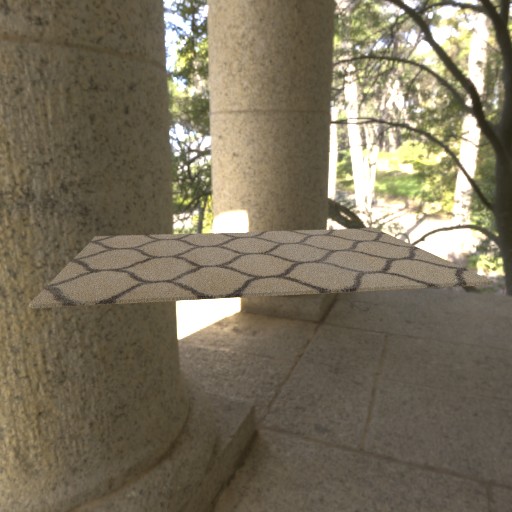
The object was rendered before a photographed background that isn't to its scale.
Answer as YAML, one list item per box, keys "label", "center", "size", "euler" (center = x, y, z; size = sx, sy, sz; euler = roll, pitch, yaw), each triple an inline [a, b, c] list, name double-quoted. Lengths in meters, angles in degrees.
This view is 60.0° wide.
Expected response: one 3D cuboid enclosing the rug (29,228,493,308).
- label: "rug"
  center: [0.000, 0.000, 3.384]
  size: [2.701, 0.026, 1.801]
  euler: [-2, 14, -8]
